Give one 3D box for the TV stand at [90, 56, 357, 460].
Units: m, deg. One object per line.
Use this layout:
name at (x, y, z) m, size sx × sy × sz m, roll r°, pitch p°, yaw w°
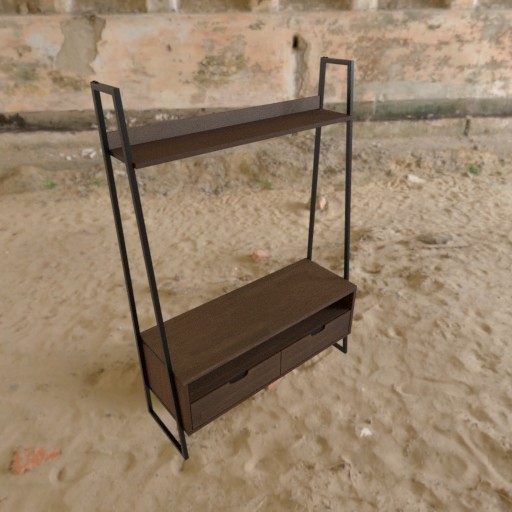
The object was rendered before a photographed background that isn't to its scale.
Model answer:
TV stand at (0.000, 0.000, 2.282) m, size 1.250 × 1.772 × 0.432 m, roll -23°, pitch 37°, yaw -33°
